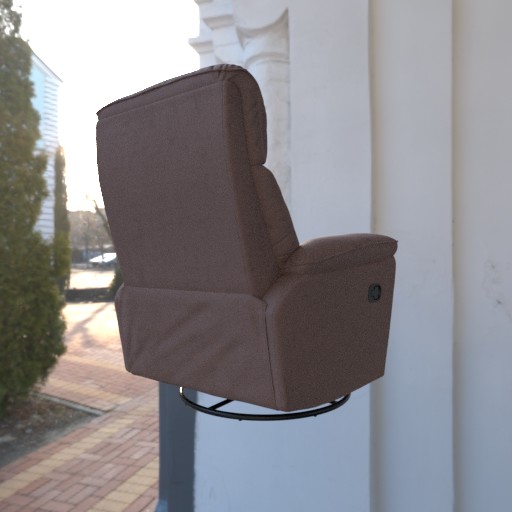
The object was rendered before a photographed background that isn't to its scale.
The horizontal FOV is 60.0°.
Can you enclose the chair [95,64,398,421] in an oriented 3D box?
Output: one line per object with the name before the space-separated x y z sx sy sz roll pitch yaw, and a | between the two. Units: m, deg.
chair | 0.000 0.000 1.660 0.820 1.037 1.004 0 0 37
